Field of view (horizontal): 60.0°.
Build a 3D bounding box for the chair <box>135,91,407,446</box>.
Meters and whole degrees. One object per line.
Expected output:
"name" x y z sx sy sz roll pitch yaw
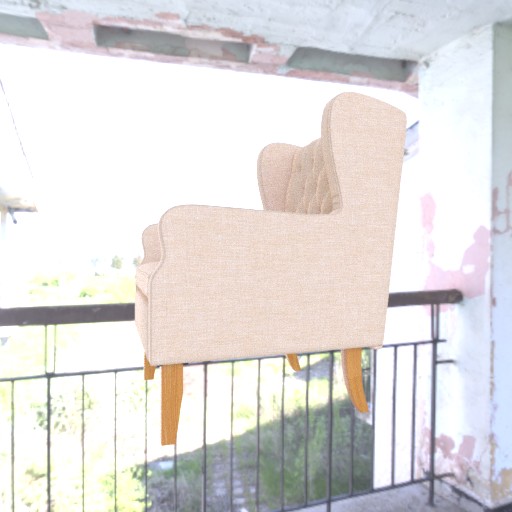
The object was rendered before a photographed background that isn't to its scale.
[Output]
"chair" 0.000 0.000 1.494 0.760 0.930 0.710 0 0 -18
